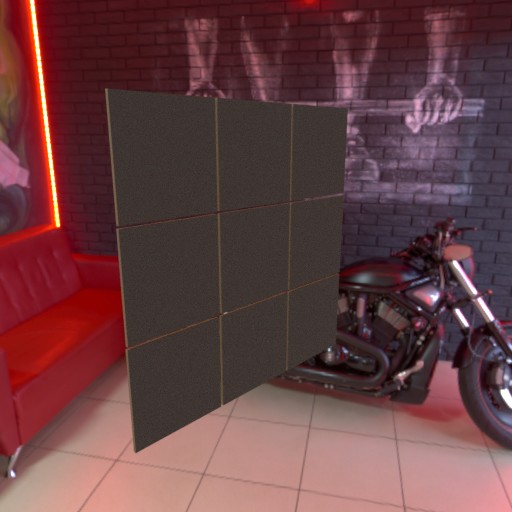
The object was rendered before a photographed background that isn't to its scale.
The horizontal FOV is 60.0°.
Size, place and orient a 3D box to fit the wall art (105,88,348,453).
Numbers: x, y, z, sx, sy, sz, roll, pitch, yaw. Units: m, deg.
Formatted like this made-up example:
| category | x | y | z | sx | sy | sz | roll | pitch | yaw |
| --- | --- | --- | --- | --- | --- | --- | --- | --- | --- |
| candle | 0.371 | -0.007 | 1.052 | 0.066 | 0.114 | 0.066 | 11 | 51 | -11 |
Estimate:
| category | x | y | z | sx | sy | sz | roll | pitch | yaw |
| --- | --- | --- | --- | --- | --- | --- | --- | --- | --- |
| wall art | 0.000 | 0.000 | 2.299 | 0.017 | 1.521 | 1.527 | 14 | 20 | 43 |
